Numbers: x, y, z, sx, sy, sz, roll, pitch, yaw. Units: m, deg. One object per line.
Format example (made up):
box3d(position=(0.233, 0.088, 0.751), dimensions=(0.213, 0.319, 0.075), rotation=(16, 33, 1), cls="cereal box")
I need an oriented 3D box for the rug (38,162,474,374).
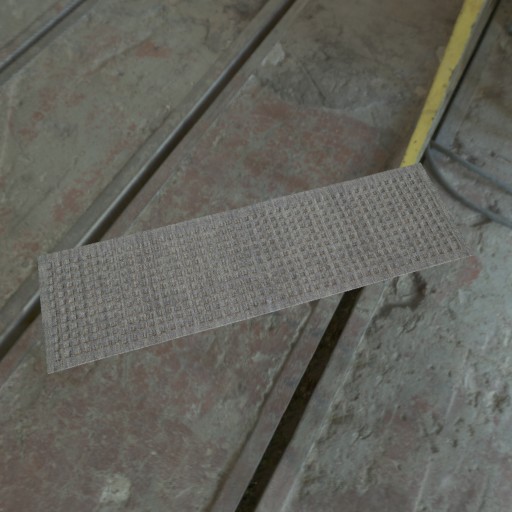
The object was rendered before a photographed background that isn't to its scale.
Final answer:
box3d(position=(0.000, 0.000, 2.577), dimensions=(2.443, 0.009, 0.706), rotation=(-15, 64, -7), cls="rug")
